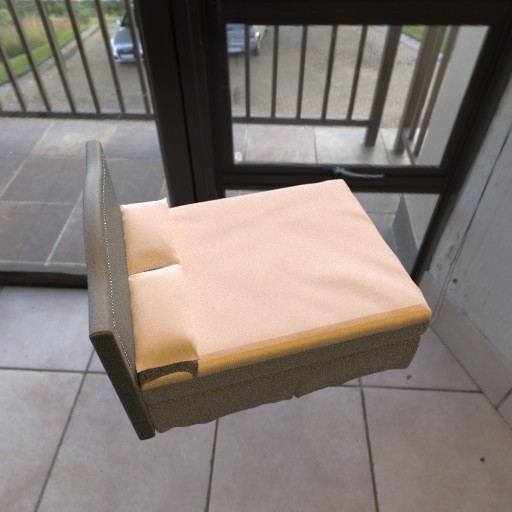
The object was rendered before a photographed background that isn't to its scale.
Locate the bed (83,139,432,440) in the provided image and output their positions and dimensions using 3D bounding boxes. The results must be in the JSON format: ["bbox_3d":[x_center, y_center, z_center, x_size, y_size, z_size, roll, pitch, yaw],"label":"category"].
[{"bbox_3d":[0.000,0.000,3.316,2.143,1.460,1.753,-11,48,-10],"label":"bed"}]
